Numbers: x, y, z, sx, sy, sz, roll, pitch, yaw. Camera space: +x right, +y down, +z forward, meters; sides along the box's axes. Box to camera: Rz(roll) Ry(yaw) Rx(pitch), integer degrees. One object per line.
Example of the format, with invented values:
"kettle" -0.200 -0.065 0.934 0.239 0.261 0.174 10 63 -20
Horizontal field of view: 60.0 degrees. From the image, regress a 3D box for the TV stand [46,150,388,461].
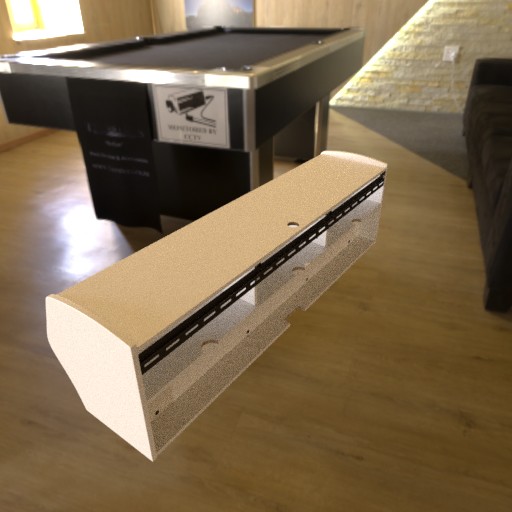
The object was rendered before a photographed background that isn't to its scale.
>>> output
"TV stand" 0.000 0.000 1.680 0.397 0.424 1.473 21 37 30
